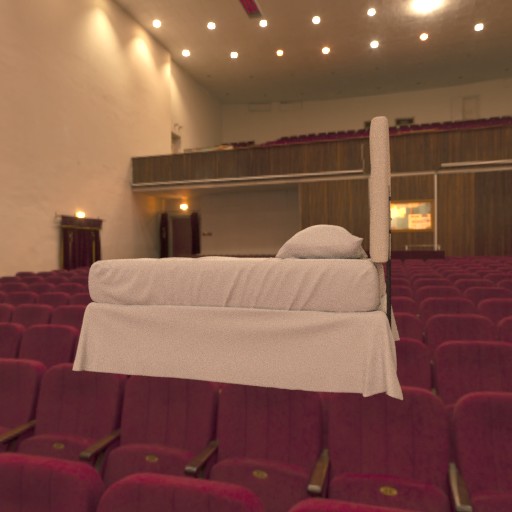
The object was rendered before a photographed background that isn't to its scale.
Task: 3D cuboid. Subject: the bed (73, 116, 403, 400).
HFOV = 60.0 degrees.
[{"bbox_3d":[0.000,0.000,3.565,2.222,1.577,1.936,0,0,17],"label":"bed"}]
